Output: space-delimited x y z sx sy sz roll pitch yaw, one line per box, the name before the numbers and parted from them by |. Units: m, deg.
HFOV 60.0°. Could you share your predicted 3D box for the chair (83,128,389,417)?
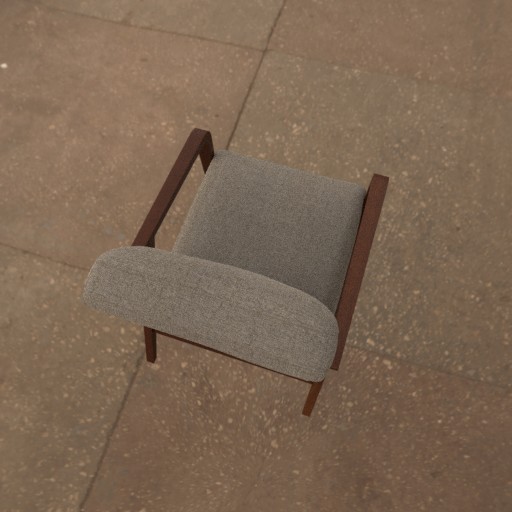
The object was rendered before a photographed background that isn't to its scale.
chair | 0.000 0.000 1.489 0.704 0.847 0.858 16 64 8
